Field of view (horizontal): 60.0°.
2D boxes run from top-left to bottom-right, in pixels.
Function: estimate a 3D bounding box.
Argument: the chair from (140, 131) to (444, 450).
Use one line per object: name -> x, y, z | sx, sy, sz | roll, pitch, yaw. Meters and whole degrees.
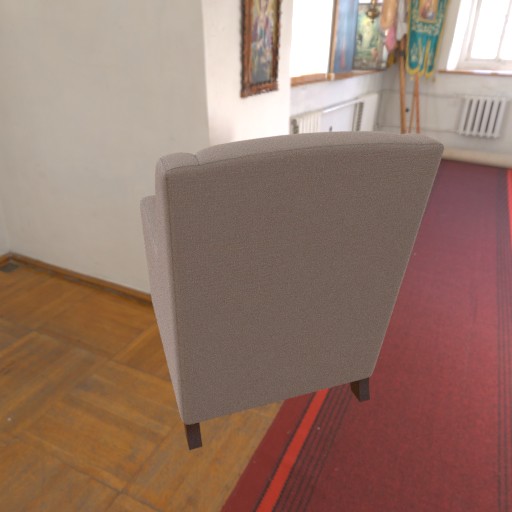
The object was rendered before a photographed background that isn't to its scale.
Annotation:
chair -> 0.000, 0.000, 1.595 | 0.715, 1.017, 0.896 | -9, 29, -17
